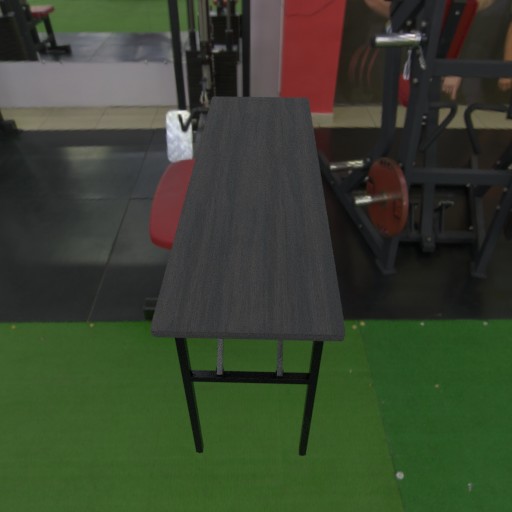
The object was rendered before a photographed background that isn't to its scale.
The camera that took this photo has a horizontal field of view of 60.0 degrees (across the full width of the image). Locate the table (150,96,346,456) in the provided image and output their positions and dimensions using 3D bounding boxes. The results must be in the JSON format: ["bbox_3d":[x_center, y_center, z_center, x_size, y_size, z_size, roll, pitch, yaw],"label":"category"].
[{"bbox_3d":[0.000,0.000,1.784,0.449,0.750,1.399,1,41,1],"label":"table"}]
